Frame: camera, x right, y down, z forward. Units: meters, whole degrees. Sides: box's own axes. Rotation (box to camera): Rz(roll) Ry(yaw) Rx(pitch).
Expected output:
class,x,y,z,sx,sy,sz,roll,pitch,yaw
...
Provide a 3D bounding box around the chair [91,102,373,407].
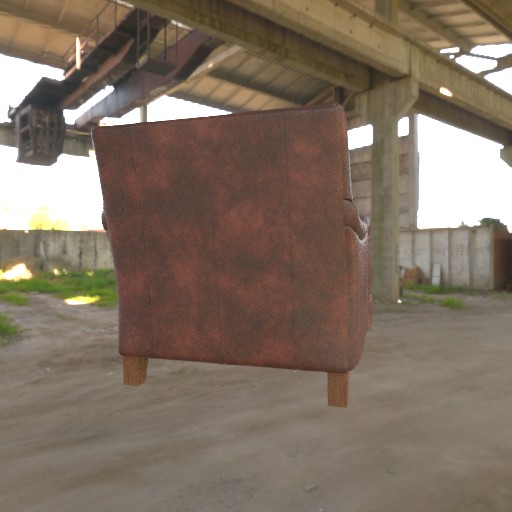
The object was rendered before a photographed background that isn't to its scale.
class,x,y,z,sx,sy,sz,roll,pitch,yaw
chair,0.000,0.000,1.986,0.987,1.051,1.156,0,1,17
